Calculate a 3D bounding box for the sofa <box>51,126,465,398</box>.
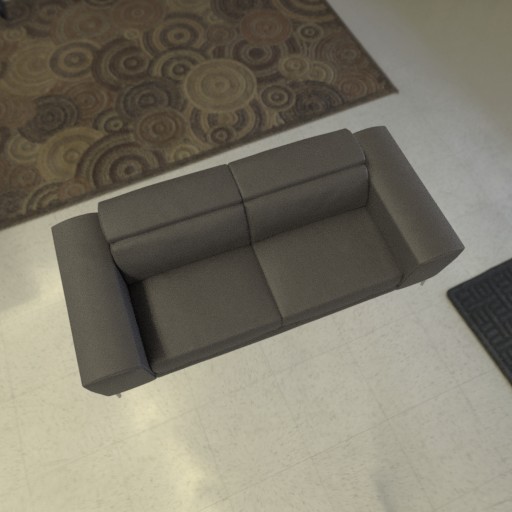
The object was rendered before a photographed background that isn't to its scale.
[{"bbox_3d":[0.000,0.000,2.895,2.330,0.814,1.048,-19,65,-9],"label":"sofa"}]
